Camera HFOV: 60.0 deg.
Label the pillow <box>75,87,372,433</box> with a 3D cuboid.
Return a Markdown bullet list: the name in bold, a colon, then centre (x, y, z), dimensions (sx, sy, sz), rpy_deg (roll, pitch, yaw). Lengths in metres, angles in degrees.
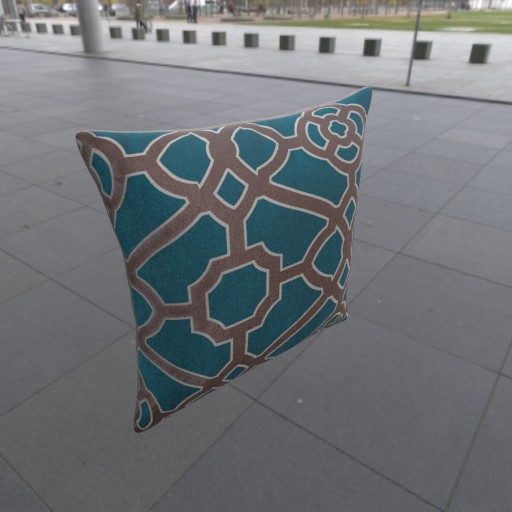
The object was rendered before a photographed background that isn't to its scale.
- **pillow**: centre (0.000, 0.000, 0.770), dimensions (0.526, 0.507, 0.166), rpy_deg (-21, 36, -32)
